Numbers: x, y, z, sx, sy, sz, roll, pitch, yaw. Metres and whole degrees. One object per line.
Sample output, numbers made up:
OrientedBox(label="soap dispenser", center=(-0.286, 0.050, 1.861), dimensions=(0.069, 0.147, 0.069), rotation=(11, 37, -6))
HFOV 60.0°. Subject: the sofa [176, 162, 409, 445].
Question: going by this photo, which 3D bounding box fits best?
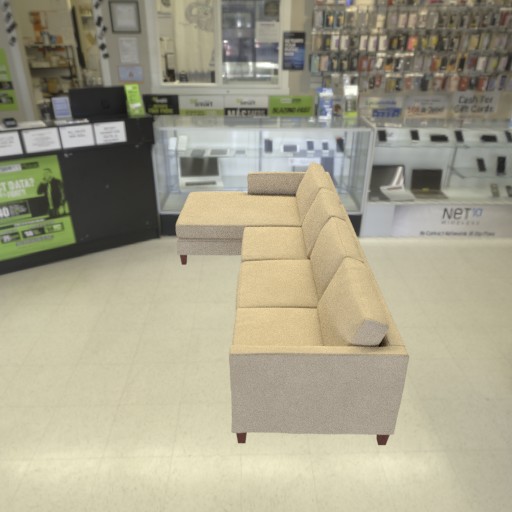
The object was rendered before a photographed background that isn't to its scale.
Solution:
OrientedBox(label="sofa", center=(0.000, 0.000, 3.780), dimensions=(1.625, 0.846, 3.186), rotation=(0, 28, 1))
